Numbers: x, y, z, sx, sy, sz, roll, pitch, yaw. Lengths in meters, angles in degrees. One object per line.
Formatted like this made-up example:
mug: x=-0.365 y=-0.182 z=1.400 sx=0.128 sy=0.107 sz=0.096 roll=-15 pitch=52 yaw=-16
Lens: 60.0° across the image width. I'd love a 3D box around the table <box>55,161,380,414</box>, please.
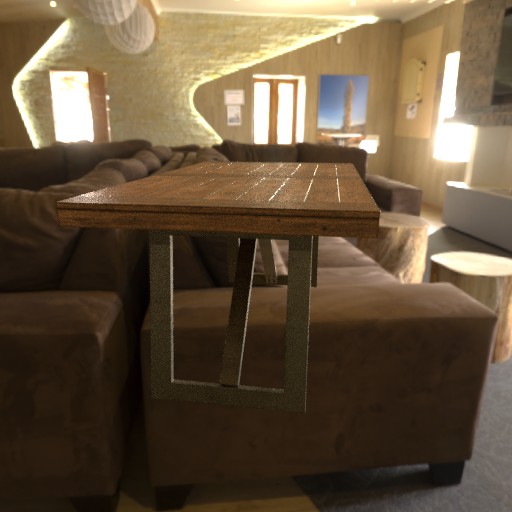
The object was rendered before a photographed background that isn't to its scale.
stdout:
table: x=0.000 y=0.000 z=2.119 sx=0.931 sy=0.757 sz=1.641 roll=3 pitch=16 yaw=9
